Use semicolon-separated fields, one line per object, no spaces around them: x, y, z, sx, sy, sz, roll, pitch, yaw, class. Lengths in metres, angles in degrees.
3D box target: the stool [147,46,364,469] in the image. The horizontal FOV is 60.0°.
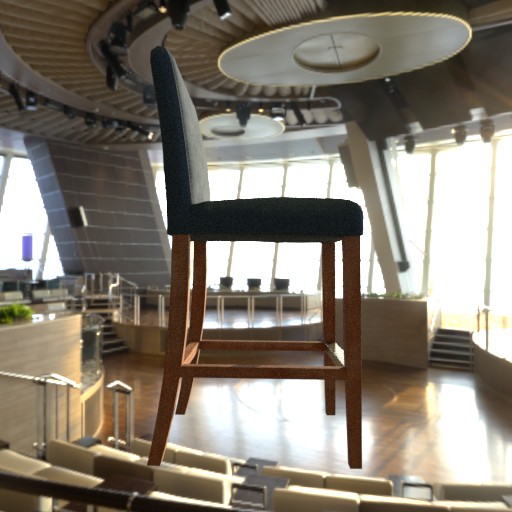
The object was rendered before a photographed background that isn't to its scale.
0.000;0.000;1.348;0.574;1.088;0.454;0;-1;0;stool
